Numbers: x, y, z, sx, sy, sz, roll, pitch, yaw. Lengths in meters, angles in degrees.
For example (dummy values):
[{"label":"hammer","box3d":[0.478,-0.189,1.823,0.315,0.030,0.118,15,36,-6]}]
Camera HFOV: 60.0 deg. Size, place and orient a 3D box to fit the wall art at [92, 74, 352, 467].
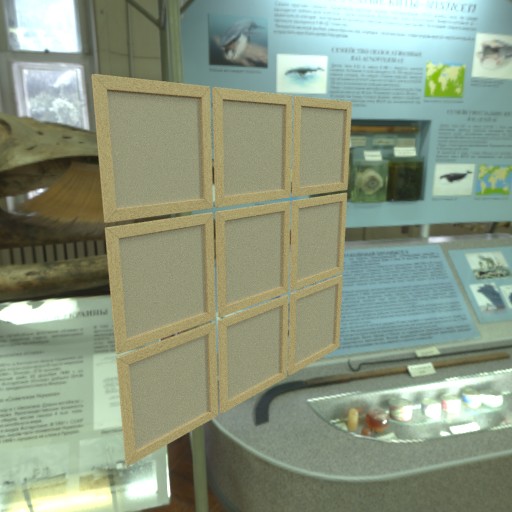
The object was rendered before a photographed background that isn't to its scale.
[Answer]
[{"label":"wall art","box3d":[0.000,0.000,2.158,0.014,1.507,1.519,14,20,43]}]
